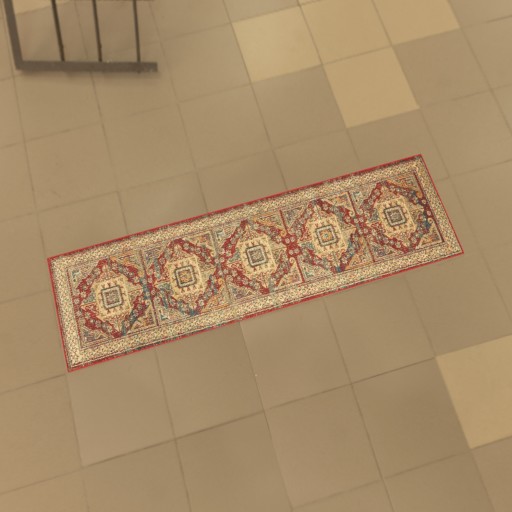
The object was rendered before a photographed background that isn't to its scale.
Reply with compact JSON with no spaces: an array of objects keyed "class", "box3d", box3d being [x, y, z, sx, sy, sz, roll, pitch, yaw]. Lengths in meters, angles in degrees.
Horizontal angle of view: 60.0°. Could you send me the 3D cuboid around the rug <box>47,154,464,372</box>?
[{"class":"rug","box3d":[0.000,0.000,2.531,2.292,0.015,0.659,-16,76,-4]}]
